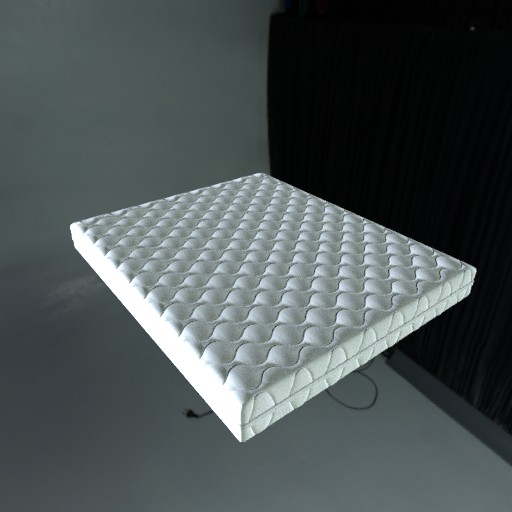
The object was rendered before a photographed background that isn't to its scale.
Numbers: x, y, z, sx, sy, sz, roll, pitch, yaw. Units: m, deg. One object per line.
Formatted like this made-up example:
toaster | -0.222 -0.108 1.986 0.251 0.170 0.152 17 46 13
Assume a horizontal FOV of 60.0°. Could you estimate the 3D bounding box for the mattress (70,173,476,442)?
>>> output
mattress | 0.000 0.000 2.680 1.600 0.200 1.900 -21 37 -32
